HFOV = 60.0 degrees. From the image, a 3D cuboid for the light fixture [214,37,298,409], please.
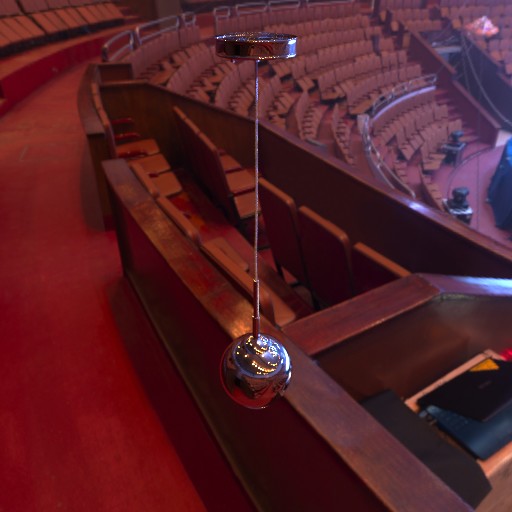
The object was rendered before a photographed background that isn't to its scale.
[{"bbox_3d":[0.000,0.000,1.726,0.336,1.538,0.336,-23,38,-32],"label":"light fixture"}]
